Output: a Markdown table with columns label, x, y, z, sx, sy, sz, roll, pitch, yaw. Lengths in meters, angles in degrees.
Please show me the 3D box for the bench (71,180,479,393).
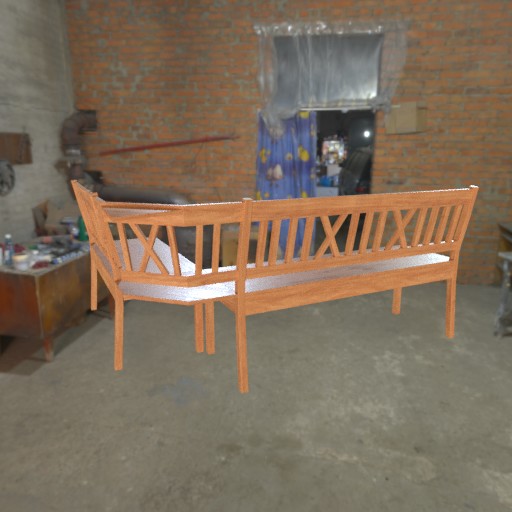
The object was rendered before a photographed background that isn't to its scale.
| label | x | y | z | sx | sy | sz | roll | pitch | yaw |
| --- | --- | --- | --- | --- | --- | --- | --- | --- | --- |
| bench | 0.000 | 0.000 | 2.757 | 1.937 | 0.902 | 1.537 | -7 | 15 | -26 |
